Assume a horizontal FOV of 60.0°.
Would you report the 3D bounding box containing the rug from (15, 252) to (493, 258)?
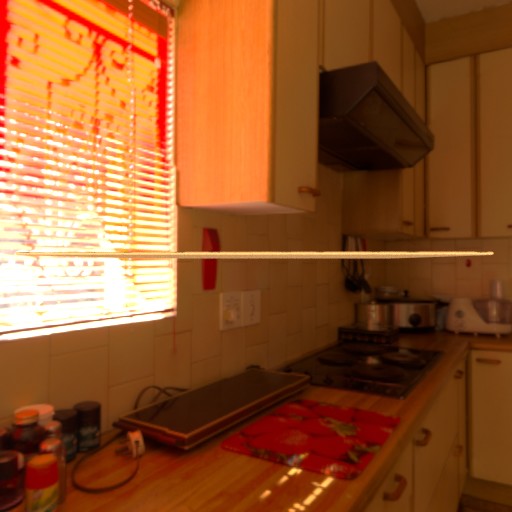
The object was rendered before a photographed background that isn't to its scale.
[{"bbox_3d":[0.000,0.000,3.784,2.910,0.021,2.211,0,-1,2],"label":"rug"}]
